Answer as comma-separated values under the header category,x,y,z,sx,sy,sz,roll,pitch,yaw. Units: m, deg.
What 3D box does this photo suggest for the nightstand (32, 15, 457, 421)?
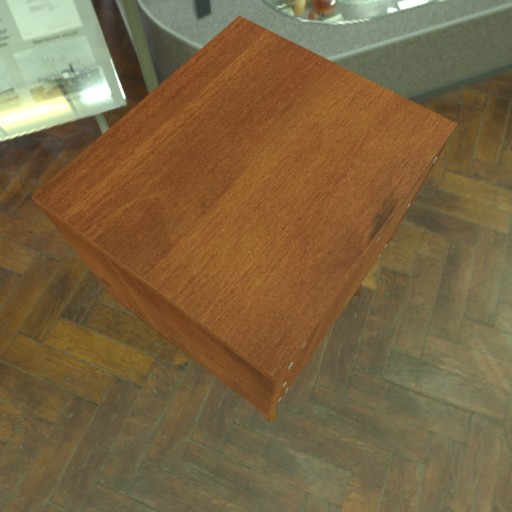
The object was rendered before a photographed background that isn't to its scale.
category,x,y,z,sx,sy,sz,roll,pitch,yaw
nightstand,0.000,0.000,0.899,0.411,0.618,0.460,34,69,15
